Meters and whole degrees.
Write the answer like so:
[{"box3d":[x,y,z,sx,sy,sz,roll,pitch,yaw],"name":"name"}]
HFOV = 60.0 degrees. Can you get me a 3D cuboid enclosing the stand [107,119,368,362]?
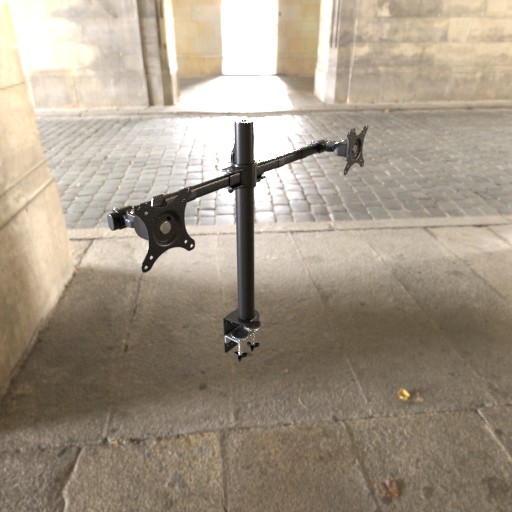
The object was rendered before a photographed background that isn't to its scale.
[{"box3d":[0.000,0.000,1.030,0.150,0.603,0.743,20,33,33],"name":"stand"}]
